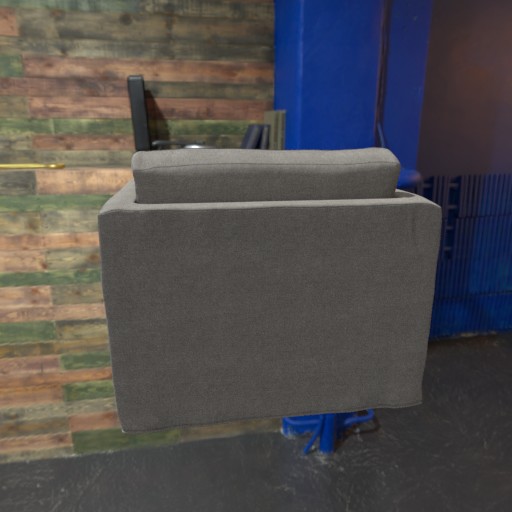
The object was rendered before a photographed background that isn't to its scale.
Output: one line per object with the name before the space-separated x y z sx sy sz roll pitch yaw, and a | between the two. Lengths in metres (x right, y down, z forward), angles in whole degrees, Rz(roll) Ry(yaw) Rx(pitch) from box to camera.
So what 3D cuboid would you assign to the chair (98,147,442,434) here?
chair | 0.000 0.000 1.779 1.057 0.863 0.949 -2 16 -9
